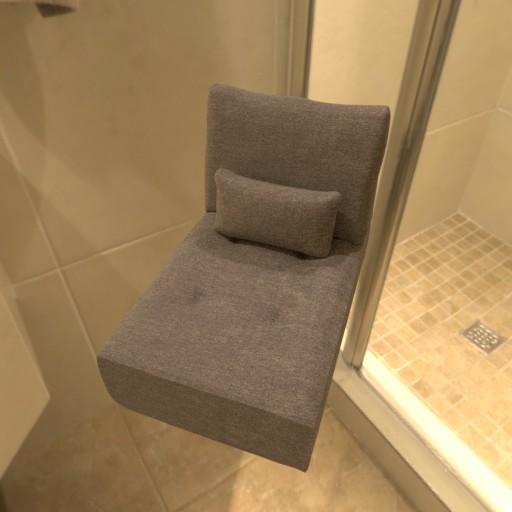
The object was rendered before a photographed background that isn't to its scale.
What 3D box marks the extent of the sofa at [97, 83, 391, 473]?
[{"bbox_3d":[0.000,0.000,1.551,0.700,0.820,1.000,13,43,15],"label":"sofa"}]
